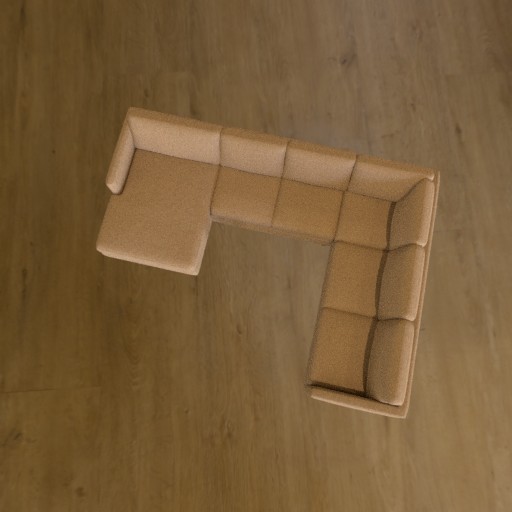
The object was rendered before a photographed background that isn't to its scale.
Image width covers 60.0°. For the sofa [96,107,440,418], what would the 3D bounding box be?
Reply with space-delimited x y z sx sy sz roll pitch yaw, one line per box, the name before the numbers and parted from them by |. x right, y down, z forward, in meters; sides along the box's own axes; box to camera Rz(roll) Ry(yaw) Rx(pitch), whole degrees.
sofa | 0.000 0.000 4.648 3.403 0.889 2.551 12 77 3
